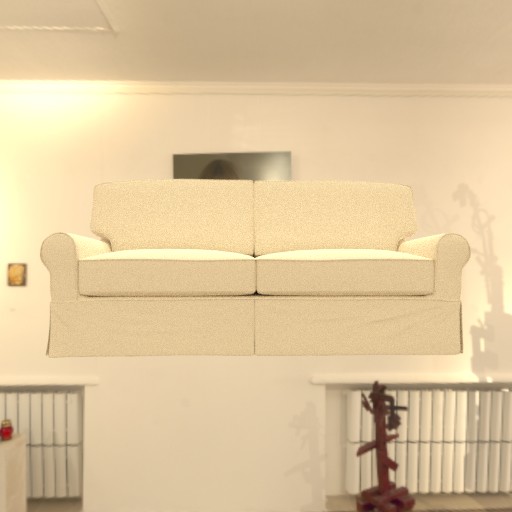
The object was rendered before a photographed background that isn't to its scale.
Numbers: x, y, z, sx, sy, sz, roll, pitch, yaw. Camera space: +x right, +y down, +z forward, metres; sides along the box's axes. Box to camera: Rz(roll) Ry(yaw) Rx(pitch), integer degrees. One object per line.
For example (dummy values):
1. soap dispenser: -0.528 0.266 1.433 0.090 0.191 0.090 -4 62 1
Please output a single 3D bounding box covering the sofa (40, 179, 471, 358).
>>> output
1. sofa: 0.000 0.000 2.464 2.021 0.937 0.862 0 0 -1
